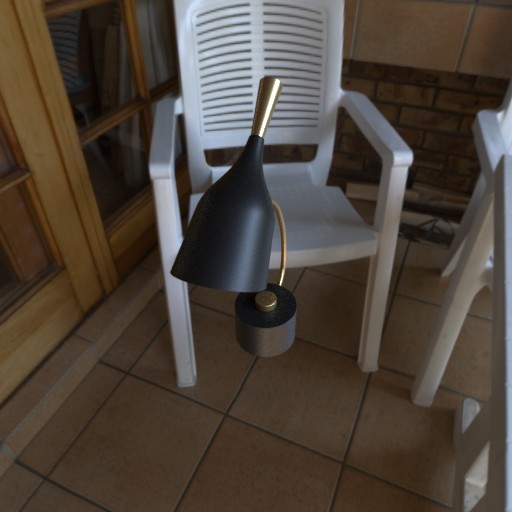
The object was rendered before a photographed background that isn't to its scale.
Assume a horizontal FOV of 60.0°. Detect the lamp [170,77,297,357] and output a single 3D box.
[{"bbox_3d":[0.000,0.000,0.628,0.110,0.464,0.352,12,42,14],"label":"lamp"}]
